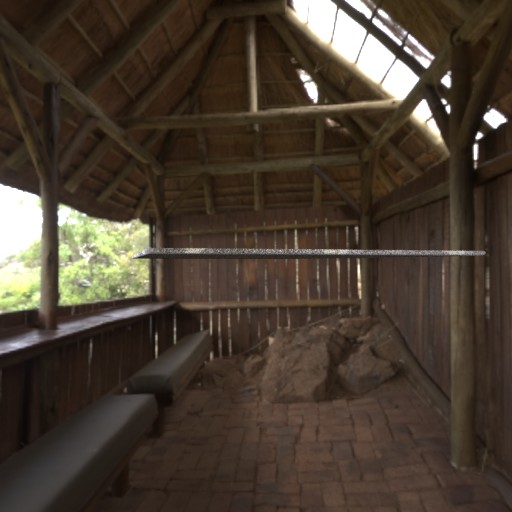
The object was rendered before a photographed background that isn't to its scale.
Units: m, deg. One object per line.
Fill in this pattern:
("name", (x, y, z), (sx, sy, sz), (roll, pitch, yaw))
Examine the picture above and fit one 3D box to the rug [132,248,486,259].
("rug", (0.000, 0.000, 3.428), (1.801, 0.026, 2.701), (0, -1, -17))
